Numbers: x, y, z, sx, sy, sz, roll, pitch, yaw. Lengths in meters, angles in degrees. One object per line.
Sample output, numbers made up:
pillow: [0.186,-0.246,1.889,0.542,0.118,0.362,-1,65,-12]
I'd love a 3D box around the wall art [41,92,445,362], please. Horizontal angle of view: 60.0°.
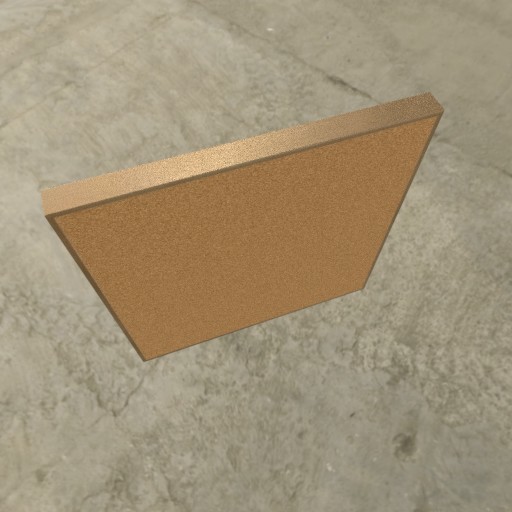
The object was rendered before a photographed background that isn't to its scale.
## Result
wall art: [0.000,0.000,0.763,0.513,0.511,0.038,-17,60,-10]
